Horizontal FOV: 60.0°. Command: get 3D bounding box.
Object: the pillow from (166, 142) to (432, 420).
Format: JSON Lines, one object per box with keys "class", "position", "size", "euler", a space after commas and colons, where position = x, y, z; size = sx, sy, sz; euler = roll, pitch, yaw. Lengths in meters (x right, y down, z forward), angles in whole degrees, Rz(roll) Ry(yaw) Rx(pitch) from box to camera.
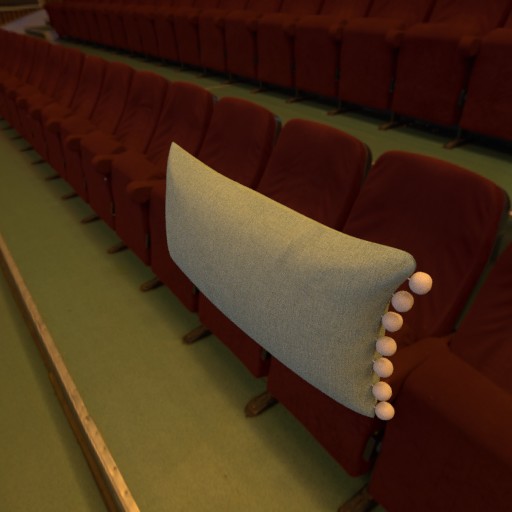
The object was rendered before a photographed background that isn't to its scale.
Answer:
{"class": "pillow", "position": [0.000, 0.000, 0.869], "size": [0.201, 0.322, 0.709], "euler": [-22, 38, -31]}
